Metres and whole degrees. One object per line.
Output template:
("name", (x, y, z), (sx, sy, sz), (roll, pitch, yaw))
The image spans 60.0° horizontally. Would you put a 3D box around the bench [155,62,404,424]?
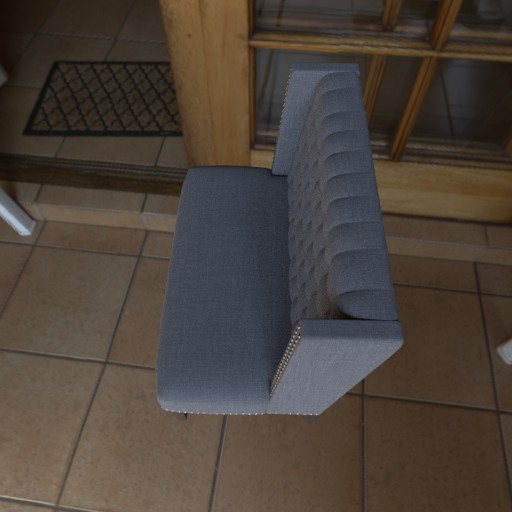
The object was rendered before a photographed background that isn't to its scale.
("bench", (0.000, 0.000, 2.016), (0.842, 1.121, 1.276), (1, 57, 1))
